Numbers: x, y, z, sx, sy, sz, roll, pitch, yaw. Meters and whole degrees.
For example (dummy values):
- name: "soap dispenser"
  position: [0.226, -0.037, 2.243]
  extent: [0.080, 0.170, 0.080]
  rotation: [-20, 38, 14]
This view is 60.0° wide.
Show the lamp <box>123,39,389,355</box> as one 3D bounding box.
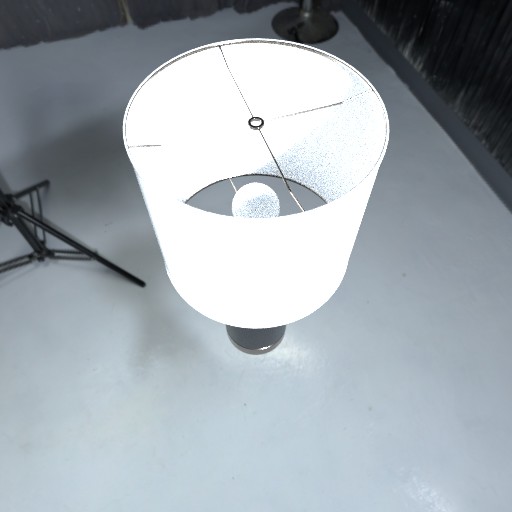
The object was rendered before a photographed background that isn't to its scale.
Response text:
- name: "lamp"
  position: [0.000, 0.000, 0.609]
  extent: [0.241, 0.482, 0.240]
  rotation: [-16, 59, -10]
